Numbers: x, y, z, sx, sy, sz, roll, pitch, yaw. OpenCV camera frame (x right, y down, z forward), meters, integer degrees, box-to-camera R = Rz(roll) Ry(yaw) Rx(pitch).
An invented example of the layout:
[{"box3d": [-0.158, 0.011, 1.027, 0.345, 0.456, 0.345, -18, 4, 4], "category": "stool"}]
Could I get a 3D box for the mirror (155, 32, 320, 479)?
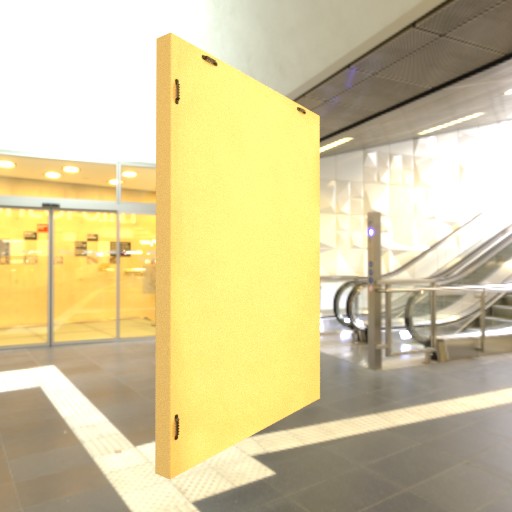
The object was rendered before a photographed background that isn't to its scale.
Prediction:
[{"box3d": [0.000, 0.000, 0.918, 0.040, 0.710, 0.507, 0, -1, 36], "category": "mirror"}]
